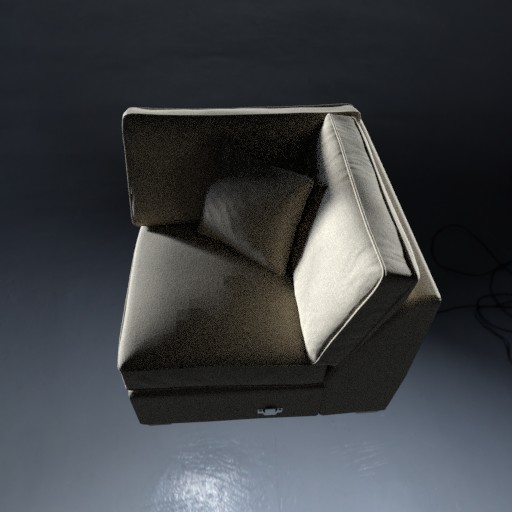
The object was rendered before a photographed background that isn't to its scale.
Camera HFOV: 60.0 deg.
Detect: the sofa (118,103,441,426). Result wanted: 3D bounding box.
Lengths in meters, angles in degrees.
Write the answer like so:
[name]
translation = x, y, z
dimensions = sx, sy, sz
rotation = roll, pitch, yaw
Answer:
[sofa]
translation = 0.000, 0.000, 1.915
dimensions = 1.084, 1.002, 1.146
rotation = -3, 46, -3
